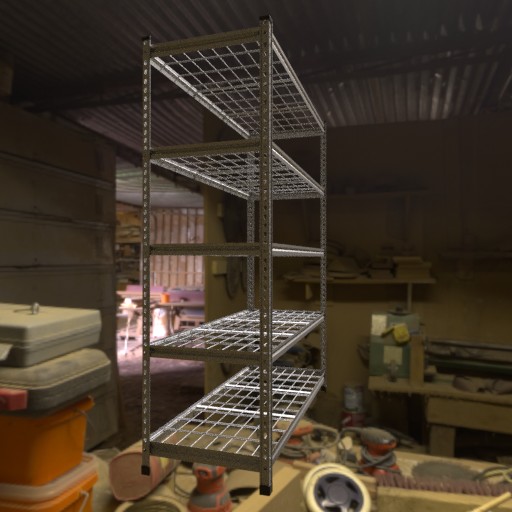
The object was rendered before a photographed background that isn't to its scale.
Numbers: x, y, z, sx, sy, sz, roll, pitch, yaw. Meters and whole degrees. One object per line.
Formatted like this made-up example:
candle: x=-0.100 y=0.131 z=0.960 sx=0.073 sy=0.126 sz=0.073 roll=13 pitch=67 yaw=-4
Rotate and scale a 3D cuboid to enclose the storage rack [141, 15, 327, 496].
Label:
storage rack: x=0.000 y=0.000 z=2.640 sx=0.610 sy=1.981 sz=1.524 roll=0 pitch=0 yaw=18
